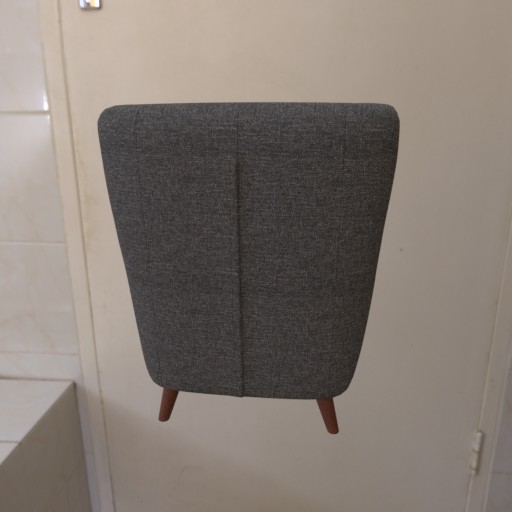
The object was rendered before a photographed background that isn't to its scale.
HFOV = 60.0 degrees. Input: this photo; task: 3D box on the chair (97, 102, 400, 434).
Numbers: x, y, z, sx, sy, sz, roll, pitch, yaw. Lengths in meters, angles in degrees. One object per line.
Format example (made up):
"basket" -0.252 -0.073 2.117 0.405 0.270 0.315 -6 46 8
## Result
"chair" 0.000 0.000 1.683 0.878 1.063 0.904 2 16 6
